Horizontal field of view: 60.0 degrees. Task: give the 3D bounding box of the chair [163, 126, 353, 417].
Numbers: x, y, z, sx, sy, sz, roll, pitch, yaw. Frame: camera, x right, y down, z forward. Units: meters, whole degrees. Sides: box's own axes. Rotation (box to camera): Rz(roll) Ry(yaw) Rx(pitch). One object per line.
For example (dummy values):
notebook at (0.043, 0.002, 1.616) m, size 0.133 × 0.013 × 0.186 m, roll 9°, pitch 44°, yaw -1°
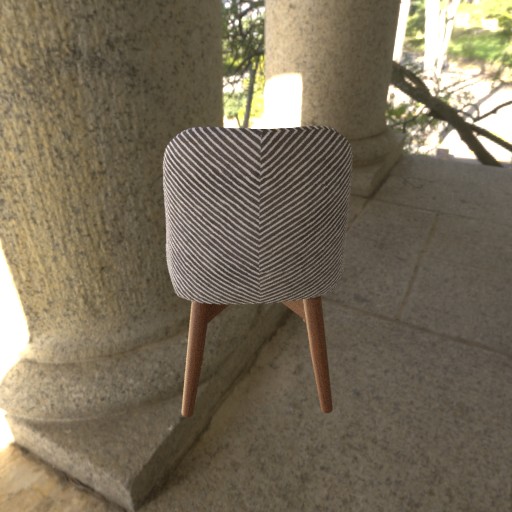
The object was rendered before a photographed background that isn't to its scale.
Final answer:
chair at (0.000, 0.000, 1.280) m, size 0.504 × 0.883 × 0.591 m, roll -1°, pitch 31°, yaw -2°
